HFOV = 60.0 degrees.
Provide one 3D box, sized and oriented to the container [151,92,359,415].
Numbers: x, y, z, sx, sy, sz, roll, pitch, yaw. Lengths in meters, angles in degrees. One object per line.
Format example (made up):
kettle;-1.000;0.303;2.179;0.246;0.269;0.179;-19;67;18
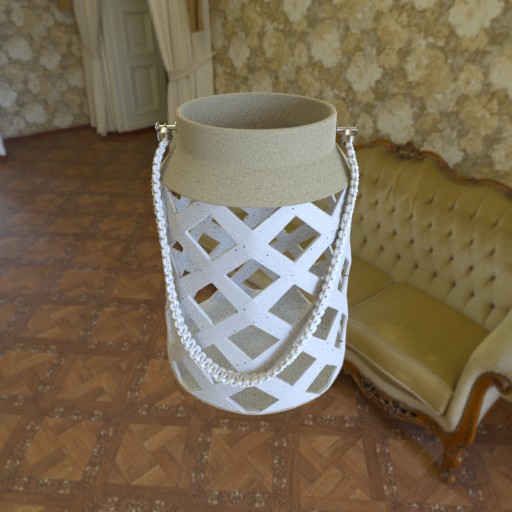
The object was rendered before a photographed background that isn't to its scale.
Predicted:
container;0.000;0.000;0.356;0.163;0.229;0.172;1;31;2
